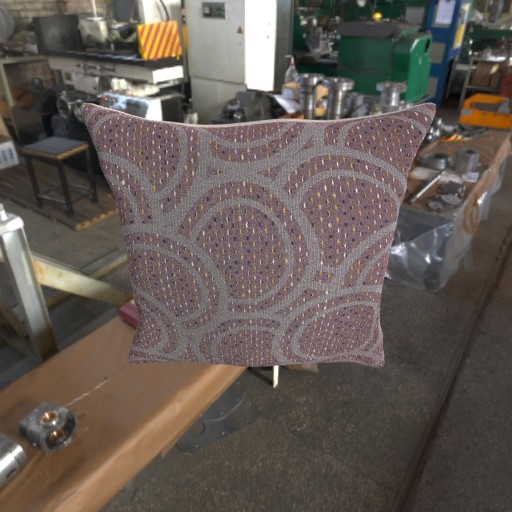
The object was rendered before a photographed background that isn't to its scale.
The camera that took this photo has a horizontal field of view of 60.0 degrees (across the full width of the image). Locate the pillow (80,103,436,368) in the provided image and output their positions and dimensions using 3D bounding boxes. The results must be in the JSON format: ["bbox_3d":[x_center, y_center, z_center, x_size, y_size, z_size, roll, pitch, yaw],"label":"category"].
[{"bbox_3d":[0.000,0.000,0.767,0.514,0.513,0.163,1,31,1],"label":"pillow"}]
